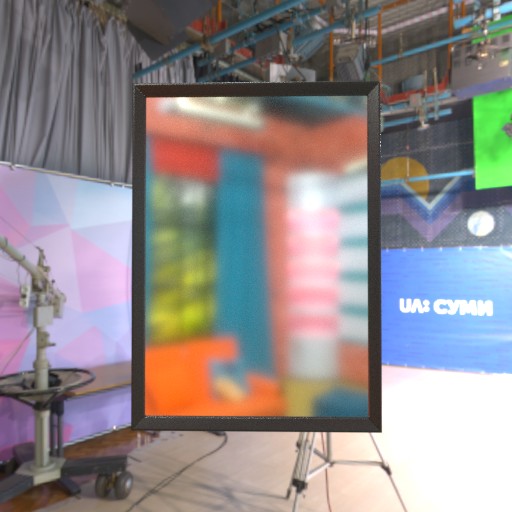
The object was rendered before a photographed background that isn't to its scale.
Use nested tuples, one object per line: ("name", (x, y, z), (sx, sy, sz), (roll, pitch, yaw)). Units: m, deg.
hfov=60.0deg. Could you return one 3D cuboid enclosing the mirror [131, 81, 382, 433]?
("mirror", (0.000, 0.000, 0.919), (0.507, 0.710, 0.039), (0, -1, 1))
